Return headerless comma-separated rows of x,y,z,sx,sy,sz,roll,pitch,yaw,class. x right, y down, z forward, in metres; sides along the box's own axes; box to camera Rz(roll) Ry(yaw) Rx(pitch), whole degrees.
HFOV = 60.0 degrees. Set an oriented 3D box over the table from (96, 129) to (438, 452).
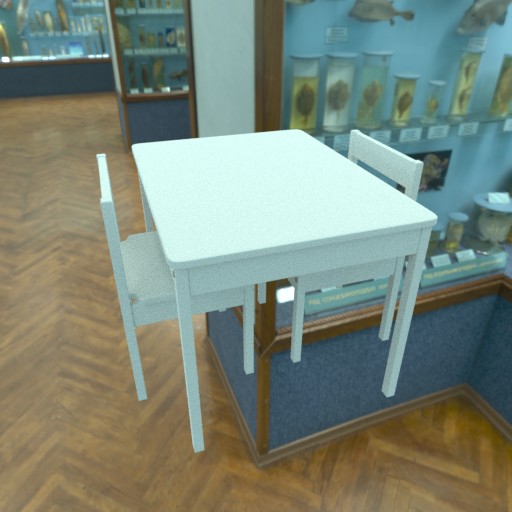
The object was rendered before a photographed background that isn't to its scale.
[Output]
0.000,0.000,1.109,0.672,0.503,0.650,-10,32,-16,table
